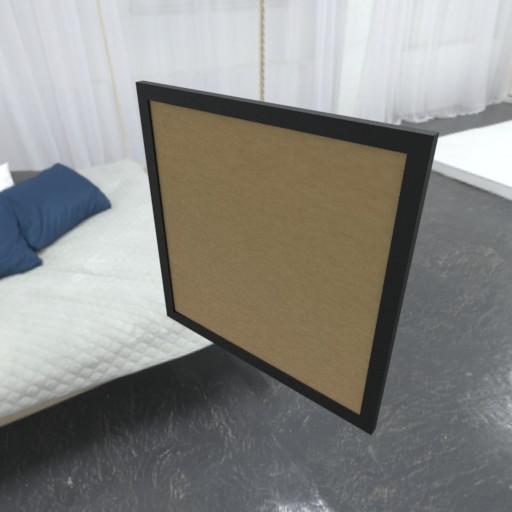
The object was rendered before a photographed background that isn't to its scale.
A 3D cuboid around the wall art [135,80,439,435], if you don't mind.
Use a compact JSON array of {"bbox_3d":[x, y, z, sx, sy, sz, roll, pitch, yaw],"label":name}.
[{"bbox_3d":[0.000,0.000,0.531,0.358,0.357,0.012,23,38,32],"label":"wall art"}]
